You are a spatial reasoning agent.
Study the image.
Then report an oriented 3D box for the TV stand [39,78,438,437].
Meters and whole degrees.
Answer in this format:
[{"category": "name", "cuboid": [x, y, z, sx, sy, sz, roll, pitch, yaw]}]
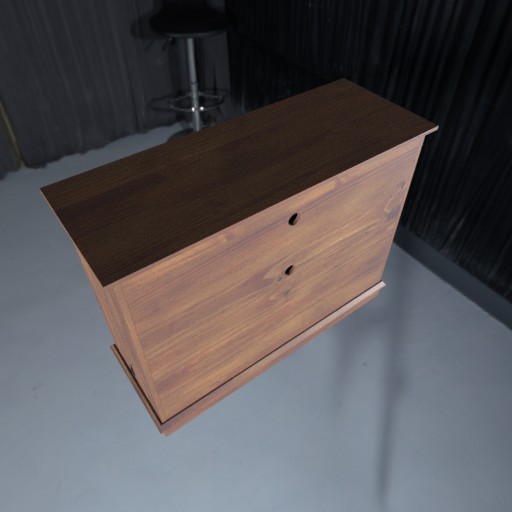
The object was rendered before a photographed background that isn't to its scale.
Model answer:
[{"category": "TV stand", "cuboid": [0.000, 0.000, 1.522, 1.067, 0.813, 0.406, -28, 52, -24]}]
